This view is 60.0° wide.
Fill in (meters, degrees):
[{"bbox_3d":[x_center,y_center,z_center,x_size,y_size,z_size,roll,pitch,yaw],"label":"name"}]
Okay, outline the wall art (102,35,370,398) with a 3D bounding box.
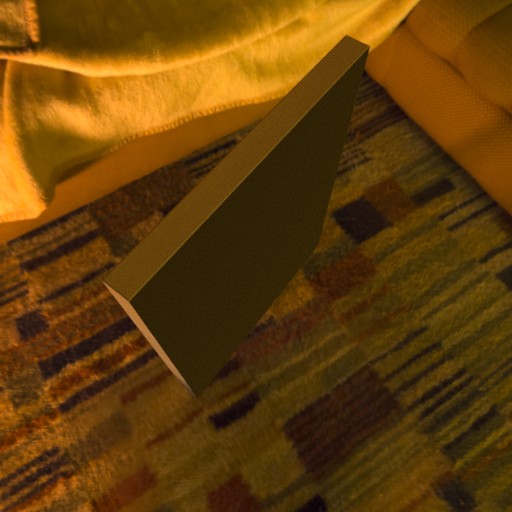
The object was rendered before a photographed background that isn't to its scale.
[{"bbox_3d":[0.000,0.000,0.823,0.040,0.608,0.489,34,68,16],"label":"wall art"}]
